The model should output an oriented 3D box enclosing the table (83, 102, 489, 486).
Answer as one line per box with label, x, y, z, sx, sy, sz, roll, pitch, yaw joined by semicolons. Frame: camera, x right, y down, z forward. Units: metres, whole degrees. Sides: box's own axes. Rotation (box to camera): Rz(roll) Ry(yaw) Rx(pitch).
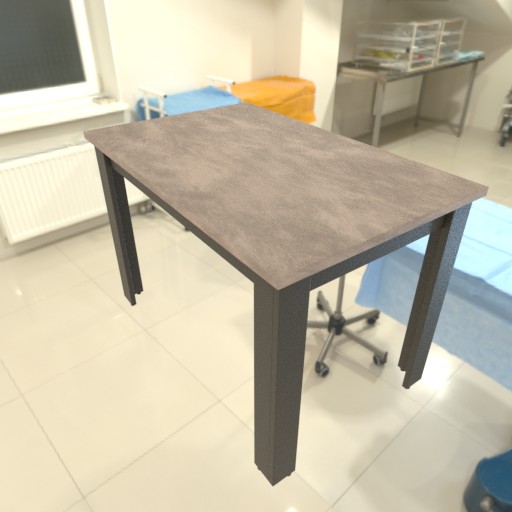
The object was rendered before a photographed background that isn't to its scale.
table;0.000;0.000;1.552;0.700;0.734;1.100;-21;38;-30
